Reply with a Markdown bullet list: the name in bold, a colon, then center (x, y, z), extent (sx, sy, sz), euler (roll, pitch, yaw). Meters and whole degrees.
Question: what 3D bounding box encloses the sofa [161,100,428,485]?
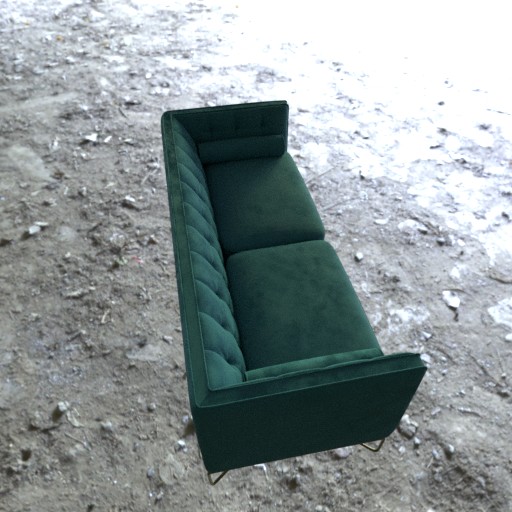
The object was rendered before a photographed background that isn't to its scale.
- **sofa**: center (0.000, 0.000, 2.485), extent (0.867, 0.789, 2.087), euler (-8, 46, -8)
